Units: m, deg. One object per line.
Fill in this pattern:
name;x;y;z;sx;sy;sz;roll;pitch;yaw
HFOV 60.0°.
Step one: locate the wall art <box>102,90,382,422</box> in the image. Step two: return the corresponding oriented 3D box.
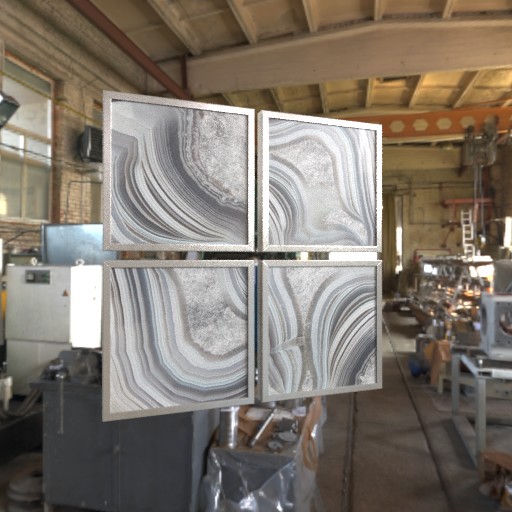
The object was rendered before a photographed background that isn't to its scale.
wall art;0.000;0.000;0.934;0.611;0.611;0.029;0;0;-20
